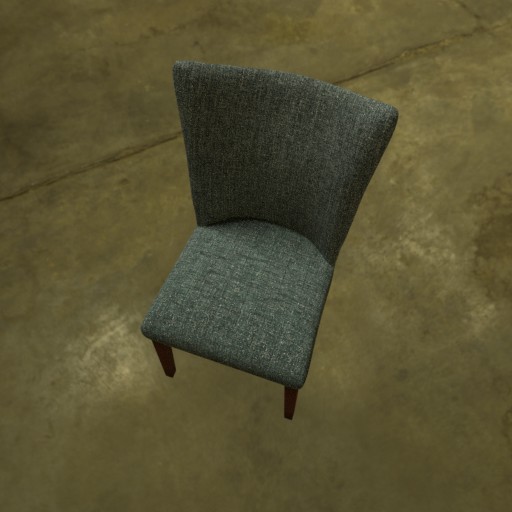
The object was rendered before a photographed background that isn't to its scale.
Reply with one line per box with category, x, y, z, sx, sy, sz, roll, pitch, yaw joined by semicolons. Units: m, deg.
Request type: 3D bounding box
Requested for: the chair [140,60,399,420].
chair;0.000;0.000;1.299;0.535;0.924;0.623;16;60;10
